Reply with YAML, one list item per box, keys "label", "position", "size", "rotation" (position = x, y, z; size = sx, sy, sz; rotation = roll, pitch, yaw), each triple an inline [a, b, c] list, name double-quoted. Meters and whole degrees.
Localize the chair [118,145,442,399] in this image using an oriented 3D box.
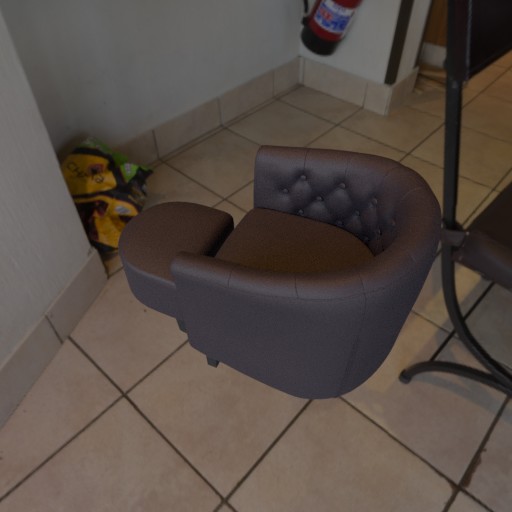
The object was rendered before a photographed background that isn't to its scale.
- label: "chair"
  position: [0.000, 0.000, 1.697]
  size: [1.191, 0.760, 0.763]
  rotation: [17, 48, 16]
